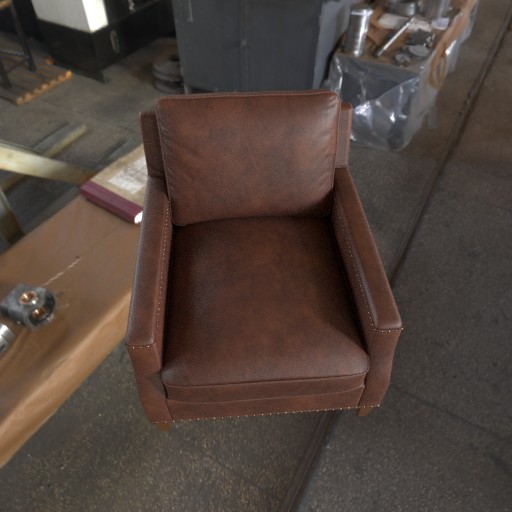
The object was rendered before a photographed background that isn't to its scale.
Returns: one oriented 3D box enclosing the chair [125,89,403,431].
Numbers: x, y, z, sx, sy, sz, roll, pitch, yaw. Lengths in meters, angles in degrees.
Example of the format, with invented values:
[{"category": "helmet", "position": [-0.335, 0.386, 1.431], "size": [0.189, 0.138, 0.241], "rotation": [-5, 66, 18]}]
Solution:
[{"category": "chair", "position": [0.000, 0.000, 1.680], "size": [0.853, 0.929, 1.014], "rotation": [-3, 48, -3]}]
